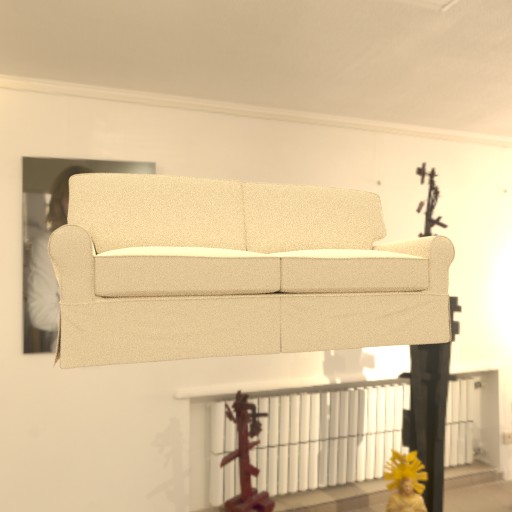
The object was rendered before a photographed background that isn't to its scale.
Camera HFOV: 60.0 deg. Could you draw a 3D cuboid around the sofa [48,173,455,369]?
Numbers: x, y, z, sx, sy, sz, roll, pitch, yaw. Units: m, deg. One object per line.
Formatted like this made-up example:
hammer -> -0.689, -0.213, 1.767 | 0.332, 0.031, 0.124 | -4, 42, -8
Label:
sofa -> 0.000, 0.000, 2.454 | 2.021, 0.937, 0.862 | 1, -2, -19
